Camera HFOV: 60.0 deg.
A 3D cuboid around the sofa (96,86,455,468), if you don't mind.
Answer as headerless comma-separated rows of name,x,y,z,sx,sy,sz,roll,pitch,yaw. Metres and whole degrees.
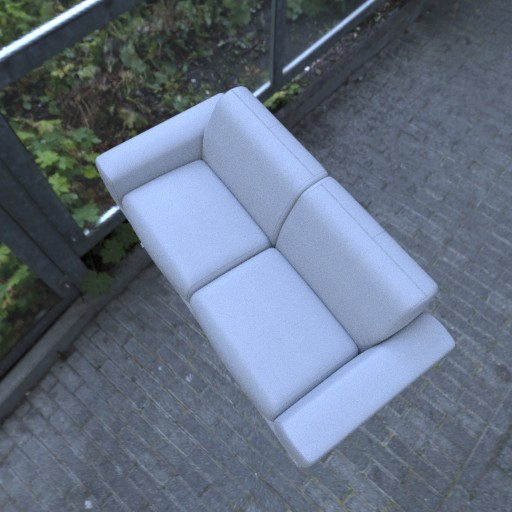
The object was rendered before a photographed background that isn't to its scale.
sofa,0.000,0.000,2.337,0.900,0.772,1.901,-33,68,-15
